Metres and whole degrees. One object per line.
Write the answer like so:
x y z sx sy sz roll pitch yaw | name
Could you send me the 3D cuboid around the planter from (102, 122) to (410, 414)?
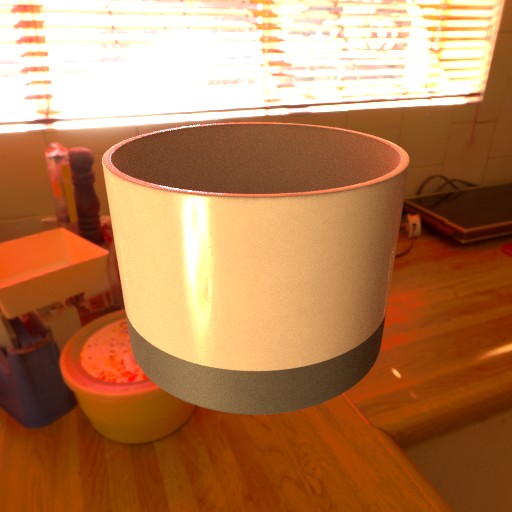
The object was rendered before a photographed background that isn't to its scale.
0.000 0.000 0.217 0.128 0.105 0.128 0 27 0 | planter
